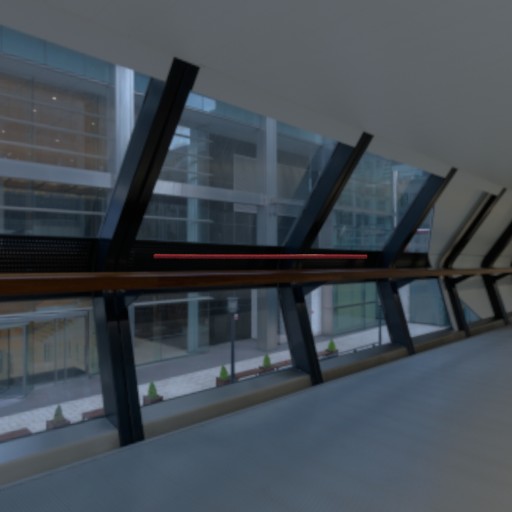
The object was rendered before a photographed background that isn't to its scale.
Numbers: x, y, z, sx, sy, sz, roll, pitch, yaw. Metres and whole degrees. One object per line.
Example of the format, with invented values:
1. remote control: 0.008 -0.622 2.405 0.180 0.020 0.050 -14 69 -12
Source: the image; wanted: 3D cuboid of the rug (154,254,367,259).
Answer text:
1. rug: 0.000 0.000 2.507 0.659 0.015 2.292 0 0 -1
